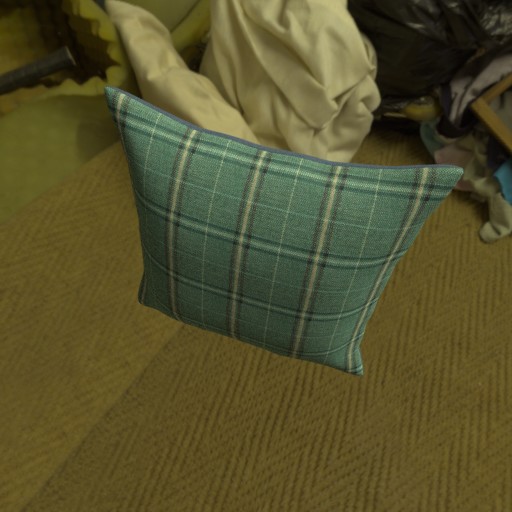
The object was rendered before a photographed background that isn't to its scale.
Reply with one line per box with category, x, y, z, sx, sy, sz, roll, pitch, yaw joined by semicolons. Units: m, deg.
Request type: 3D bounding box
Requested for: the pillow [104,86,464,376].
pillow;0.000;0.000;0.687;0.453;0.430;0.200;16;60;10
